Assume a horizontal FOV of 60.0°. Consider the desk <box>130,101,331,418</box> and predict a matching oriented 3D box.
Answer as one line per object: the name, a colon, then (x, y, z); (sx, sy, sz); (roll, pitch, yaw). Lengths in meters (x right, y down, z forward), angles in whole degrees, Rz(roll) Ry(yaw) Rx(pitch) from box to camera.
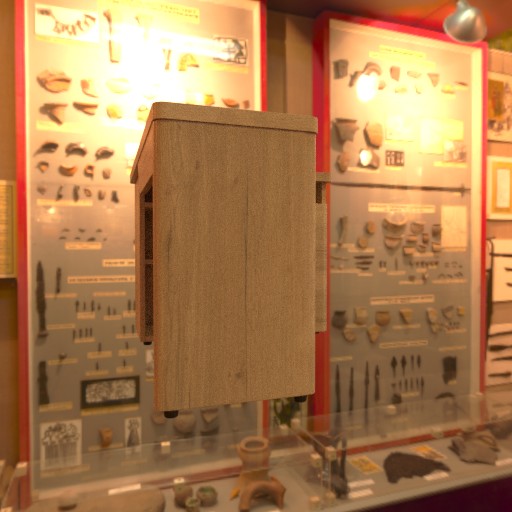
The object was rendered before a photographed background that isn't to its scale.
desk: (0.000, 0.000, 1.742); (0.900, 0.760, 1.169); (0, 1, -18)
